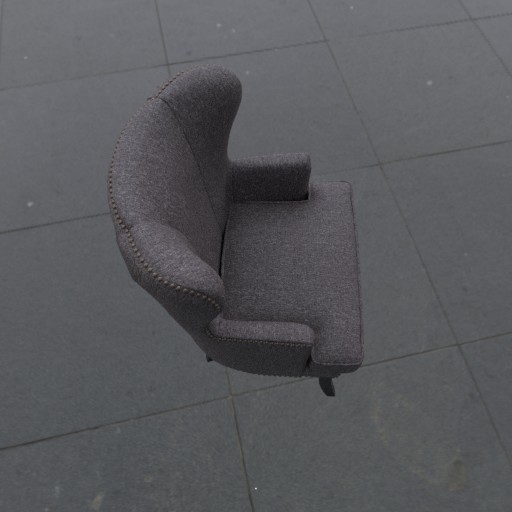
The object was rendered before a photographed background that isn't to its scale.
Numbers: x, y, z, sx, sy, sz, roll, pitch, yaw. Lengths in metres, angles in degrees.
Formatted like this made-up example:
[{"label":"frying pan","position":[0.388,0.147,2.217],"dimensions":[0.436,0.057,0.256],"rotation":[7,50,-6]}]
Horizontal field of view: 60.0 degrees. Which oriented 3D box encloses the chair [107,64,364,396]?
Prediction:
[{"label":"chair","position":[0.000,0.000,1.588],"dimensions":[0.758,1.060,0.759],"rotation":[2,62,1]}]
